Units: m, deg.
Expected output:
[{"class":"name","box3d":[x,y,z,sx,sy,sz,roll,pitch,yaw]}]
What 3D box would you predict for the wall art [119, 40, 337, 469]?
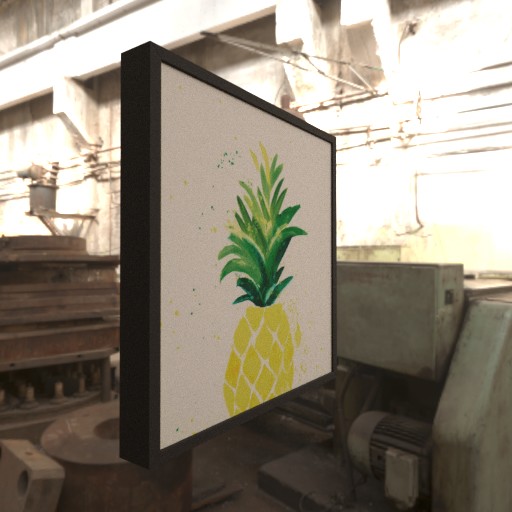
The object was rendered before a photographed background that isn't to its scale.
[{"class":"wall art","box3d":[0.000,0.000,0.447,0.033,0.304,0.305,0,-1,36]}]
